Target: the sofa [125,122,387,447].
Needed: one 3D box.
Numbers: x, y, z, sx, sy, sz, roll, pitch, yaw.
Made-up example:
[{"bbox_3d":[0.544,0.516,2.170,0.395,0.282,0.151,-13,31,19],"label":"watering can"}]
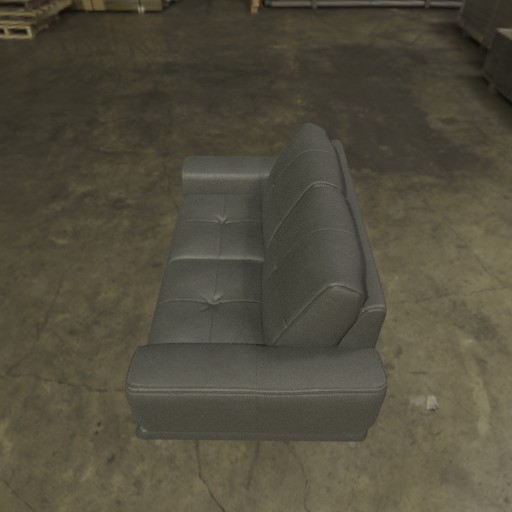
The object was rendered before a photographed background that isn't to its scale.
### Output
[{"bbox_3d":[0.000,0.000,2.363,1.018,0.907,1.806,0,42,1],"label":"sofa"}]
